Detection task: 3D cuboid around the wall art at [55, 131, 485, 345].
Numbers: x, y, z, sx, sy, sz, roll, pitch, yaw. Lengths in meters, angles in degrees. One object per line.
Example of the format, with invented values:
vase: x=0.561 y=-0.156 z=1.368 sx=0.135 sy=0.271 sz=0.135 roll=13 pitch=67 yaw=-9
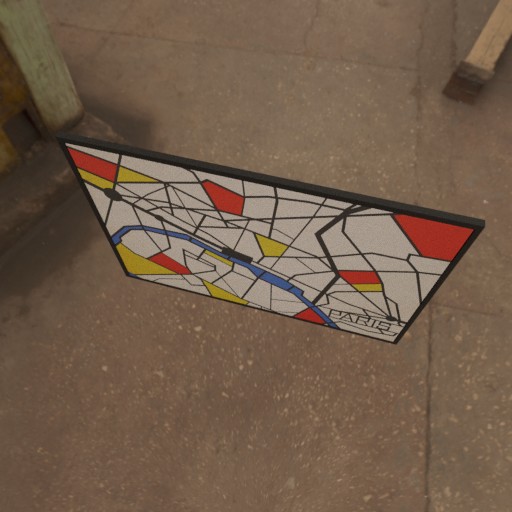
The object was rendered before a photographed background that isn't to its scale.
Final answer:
wall art: x=0.000 y=0.000 z=0.860 sx=0.664 sy=0.458 sz=0.013 roll=13 pitch=59 yaw=8
